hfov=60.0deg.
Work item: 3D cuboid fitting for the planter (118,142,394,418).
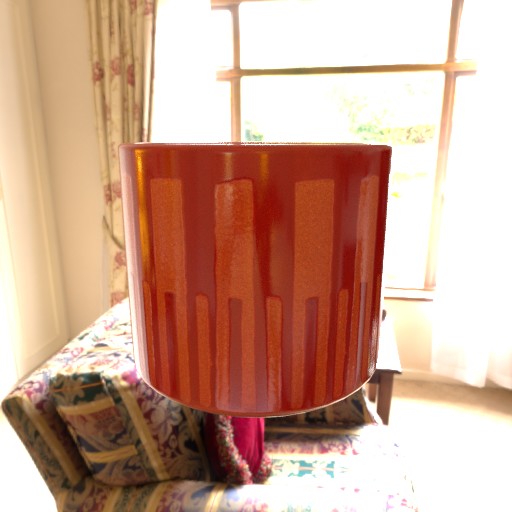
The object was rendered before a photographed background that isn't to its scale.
[{"bbox_3d":[0.000,0.000,0.408,0.230,0.202,0.230,0,15,0],"label":"planter"}]
